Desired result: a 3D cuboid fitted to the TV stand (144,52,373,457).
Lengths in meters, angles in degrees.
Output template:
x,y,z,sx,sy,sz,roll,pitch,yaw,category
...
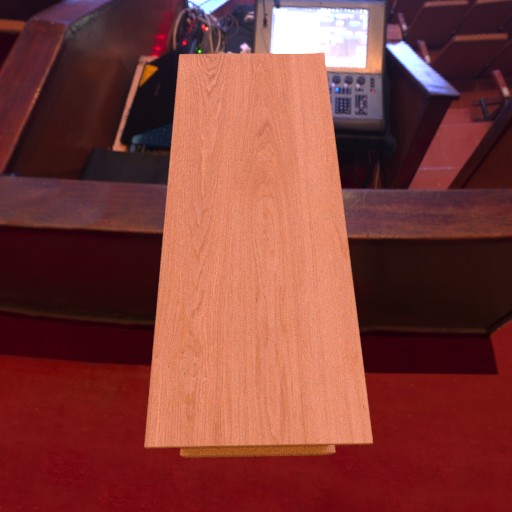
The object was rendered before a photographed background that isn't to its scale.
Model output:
x,y,z,sx,sy,sz,roll,pitch,yaw,category
0.000,0.000,1.326,0.440,0.550,1.080,-1,63,0,TV stand
